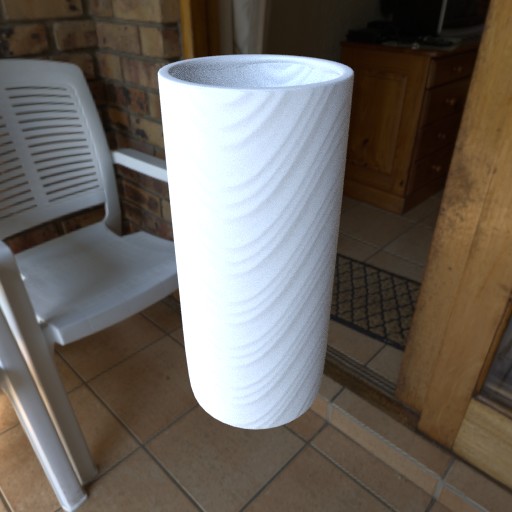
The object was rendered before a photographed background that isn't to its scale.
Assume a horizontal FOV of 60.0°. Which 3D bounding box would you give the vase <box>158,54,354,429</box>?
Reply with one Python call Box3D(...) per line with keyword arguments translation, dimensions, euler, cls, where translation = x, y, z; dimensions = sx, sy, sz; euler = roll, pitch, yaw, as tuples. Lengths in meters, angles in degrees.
Box3D(translation=(0.000, 0.000, 0.399), dimensions=(0.143, 0.316, 0.143), euler=(0, 32, 0), cls="vase")
